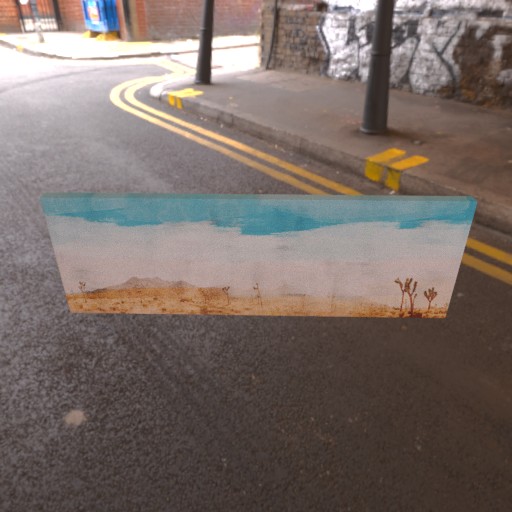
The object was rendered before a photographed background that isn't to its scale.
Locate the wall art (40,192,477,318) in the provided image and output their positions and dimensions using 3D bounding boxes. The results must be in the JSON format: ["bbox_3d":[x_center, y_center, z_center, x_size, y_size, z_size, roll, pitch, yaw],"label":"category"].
[{"bbox_3d":[0.000,0.000,0.849,0.759,0.254,0.044,1,31,1],"label":"wall art"}]
